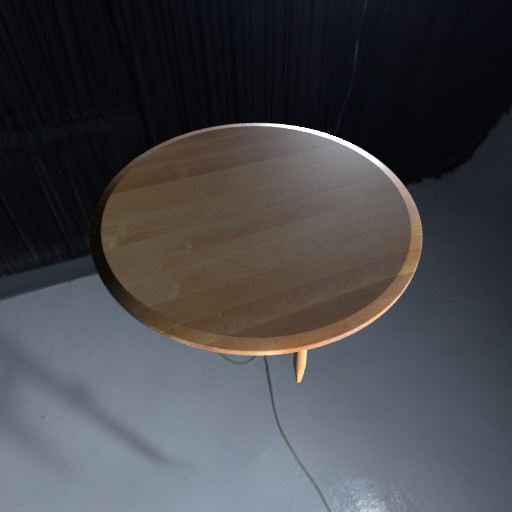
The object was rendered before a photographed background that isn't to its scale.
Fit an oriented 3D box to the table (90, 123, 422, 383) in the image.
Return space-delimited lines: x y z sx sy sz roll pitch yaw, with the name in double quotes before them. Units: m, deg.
"table" 0.000 0.000 1.380 0.900 0.400 0.900 0 47 0
